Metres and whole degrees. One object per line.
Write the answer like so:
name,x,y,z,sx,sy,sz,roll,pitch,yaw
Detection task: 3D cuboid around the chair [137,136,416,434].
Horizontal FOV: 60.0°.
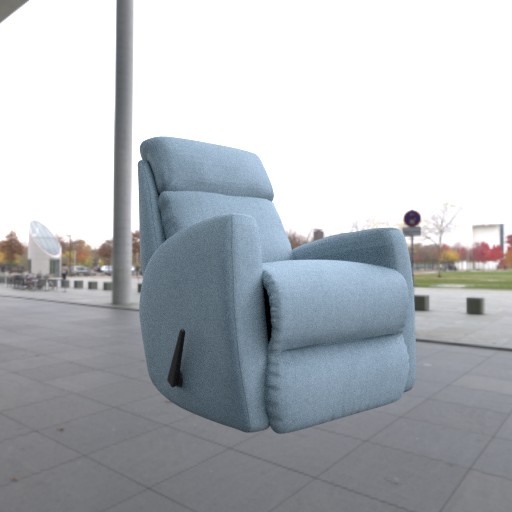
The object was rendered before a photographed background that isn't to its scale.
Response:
chair,0.000,0.000,1.669,0.812,1.013,0.940,1,-2,-36
